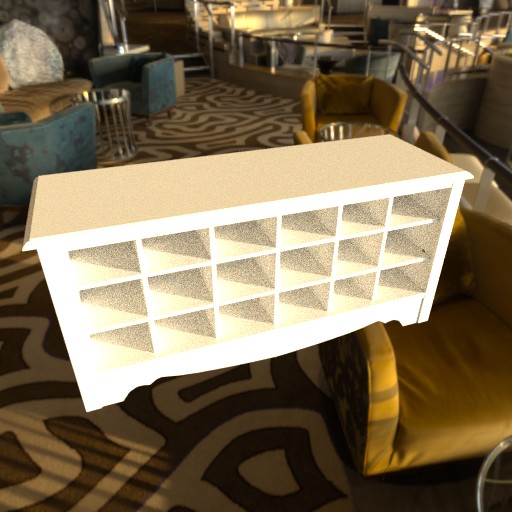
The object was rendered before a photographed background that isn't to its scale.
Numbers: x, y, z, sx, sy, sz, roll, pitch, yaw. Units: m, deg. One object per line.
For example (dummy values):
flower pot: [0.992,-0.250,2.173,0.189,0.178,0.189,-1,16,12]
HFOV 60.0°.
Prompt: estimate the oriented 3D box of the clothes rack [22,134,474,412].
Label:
clothes rack: [0.000,0.000,1.431,1.218,0.558,0.405,-11,34,-17]
